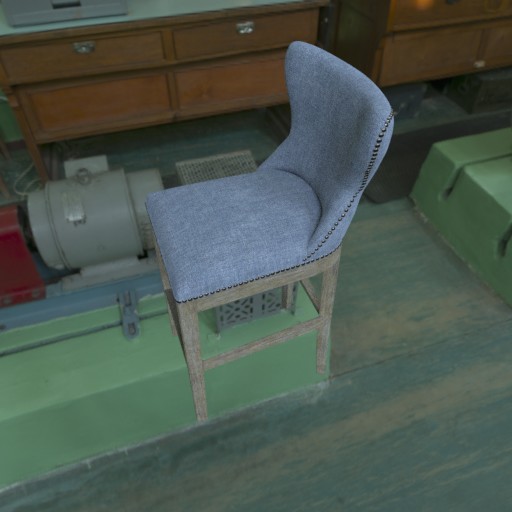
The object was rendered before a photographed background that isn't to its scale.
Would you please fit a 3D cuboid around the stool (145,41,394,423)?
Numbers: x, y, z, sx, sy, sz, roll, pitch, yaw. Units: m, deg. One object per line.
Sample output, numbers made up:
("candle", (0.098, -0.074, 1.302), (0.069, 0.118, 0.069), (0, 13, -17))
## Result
("stool", (0.000, 0.000, 1.422), (0.606, 1.123, 0.494), (-15, 48, -14))
